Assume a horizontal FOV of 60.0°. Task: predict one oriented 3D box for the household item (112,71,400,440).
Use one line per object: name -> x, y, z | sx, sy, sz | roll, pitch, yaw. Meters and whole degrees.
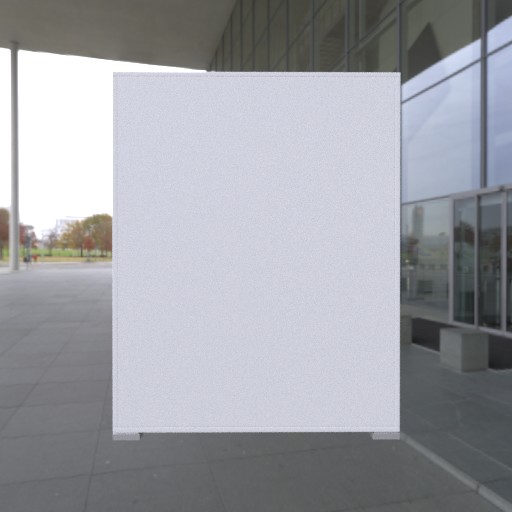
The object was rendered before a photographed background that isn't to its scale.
household item -> 0.000, 0.000, 1.426 | 0.790, 1.010, 0.420 | 0, 0, 0
